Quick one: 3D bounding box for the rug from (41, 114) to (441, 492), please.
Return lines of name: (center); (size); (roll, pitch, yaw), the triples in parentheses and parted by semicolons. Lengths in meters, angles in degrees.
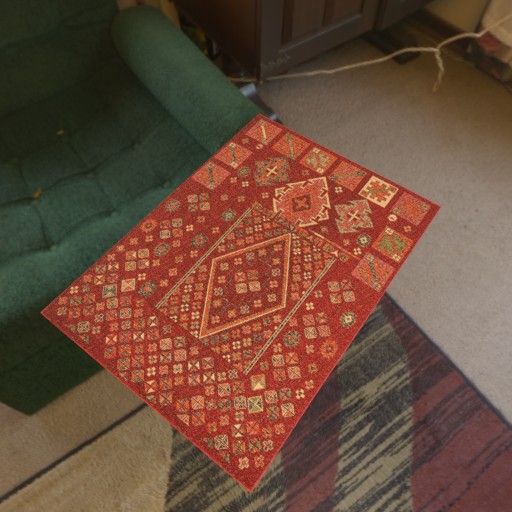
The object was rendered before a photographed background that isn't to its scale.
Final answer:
rug: (0.000, 0.000, 4.322); (2.389, 0.011, 3.306); (33, 64, 18)
